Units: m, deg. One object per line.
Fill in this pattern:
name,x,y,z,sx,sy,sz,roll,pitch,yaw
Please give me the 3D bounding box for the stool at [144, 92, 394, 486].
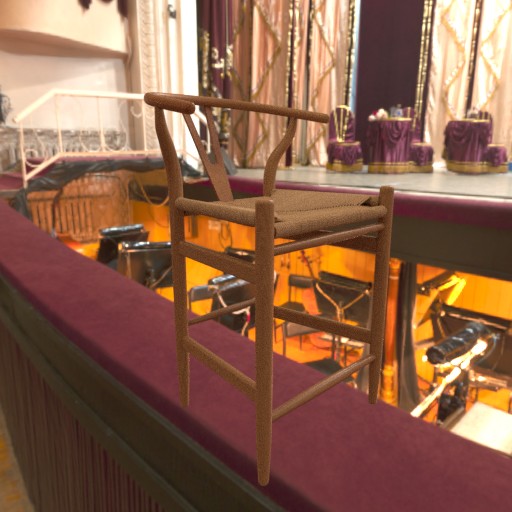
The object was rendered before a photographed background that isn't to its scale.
stool,0.000,0.000,1.283,0.536,0.923,0.575,-13,19,-43
